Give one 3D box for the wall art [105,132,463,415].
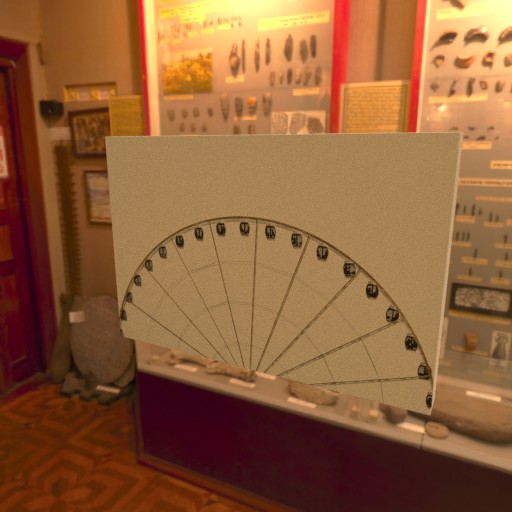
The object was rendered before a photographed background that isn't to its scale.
[{"bbox_3d":[0.000,0.000,0.483,0.384,0.254,0.039,7,16,27],"label":"wall art"}]
